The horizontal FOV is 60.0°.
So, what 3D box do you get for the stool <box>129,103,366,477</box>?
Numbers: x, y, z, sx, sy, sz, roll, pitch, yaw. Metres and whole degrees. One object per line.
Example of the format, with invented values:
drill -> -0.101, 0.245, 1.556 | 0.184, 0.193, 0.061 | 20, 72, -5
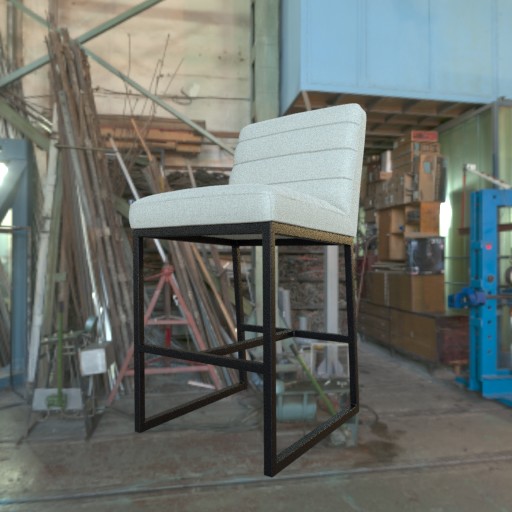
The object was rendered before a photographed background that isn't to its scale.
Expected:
stool -> 0.000, 0.000, 1.271 | 0.460, 0.940, 0.560 | 0, 0, 35
